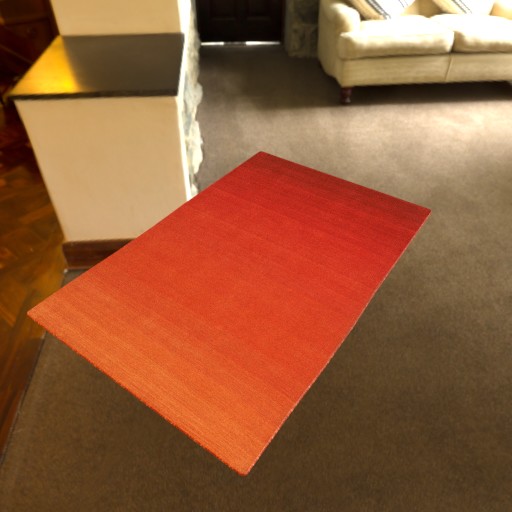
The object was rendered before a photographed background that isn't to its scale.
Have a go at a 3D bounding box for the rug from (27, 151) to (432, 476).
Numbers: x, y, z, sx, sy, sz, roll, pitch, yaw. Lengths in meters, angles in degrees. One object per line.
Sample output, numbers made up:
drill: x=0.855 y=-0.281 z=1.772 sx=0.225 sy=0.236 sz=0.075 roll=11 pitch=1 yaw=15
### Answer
rug: x=0.000 y=0.000 z=2.278 sx=1.230 sy=0.018 sz=1.835 roll=25 pitch=47 yaw=26
